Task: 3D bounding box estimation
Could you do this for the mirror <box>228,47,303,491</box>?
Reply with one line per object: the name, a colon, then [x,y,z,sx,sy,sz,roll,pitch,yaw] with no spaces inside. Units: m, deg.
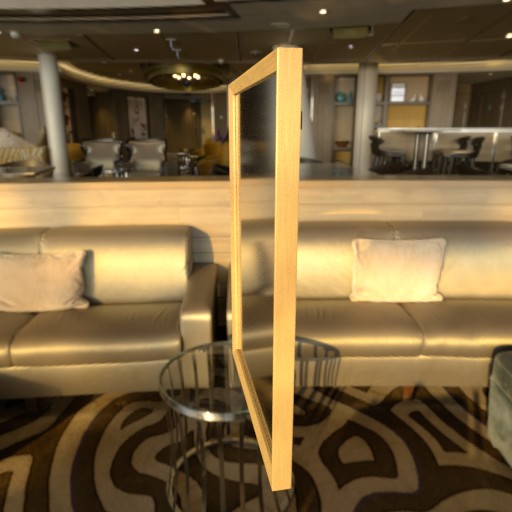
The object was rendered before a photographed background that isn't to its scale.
mirror: [0.000,0.000,0.919,0.039,0.710,0.507,-3,16,-10]
